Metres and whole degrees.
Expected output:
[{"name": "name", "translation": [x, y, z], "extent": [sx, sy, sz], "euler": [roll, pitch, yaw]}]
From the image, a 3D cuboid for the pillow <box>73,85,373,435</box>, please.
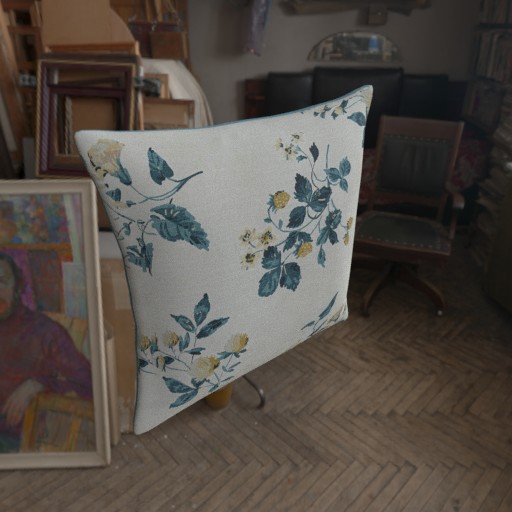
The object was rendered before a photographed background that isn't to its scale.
[{"name": "pillow", "translation": [0.000, 0.000, 0.764], "extent": [0.526, 0.507, 0.166], "euler": [-21, 36, -32]}]
